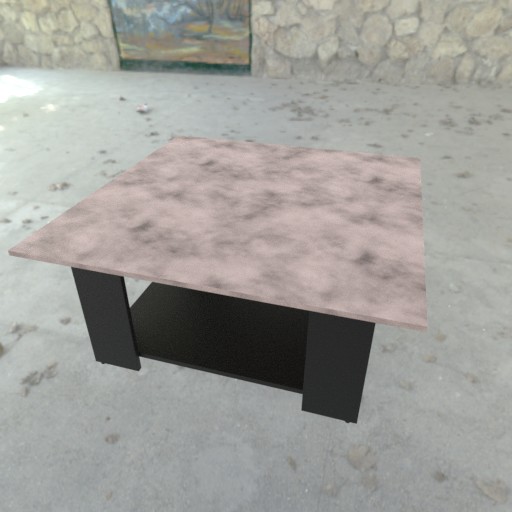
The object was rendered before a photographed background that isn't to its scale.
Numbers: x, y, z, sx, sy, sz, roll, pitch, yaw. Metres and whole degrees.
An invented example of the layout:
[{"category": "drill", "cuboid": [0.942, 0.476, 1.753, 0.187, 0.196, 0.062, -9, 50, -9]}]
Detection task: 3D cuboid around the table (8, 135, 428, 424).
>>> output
[{"category": "table", "cuboid": [0.000, 0.000, 1.015, 0.670, 0.305, 0.670, 9, 33, 14]}]
